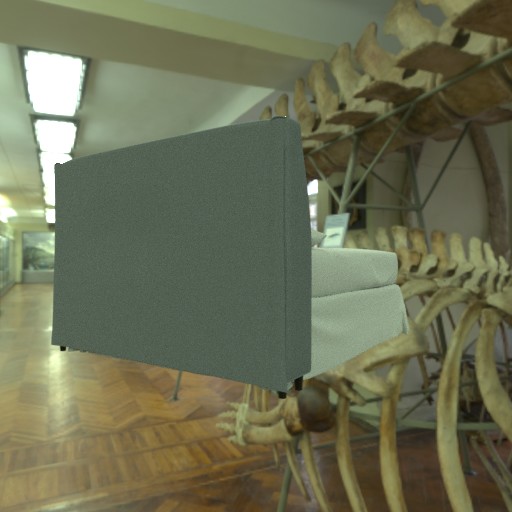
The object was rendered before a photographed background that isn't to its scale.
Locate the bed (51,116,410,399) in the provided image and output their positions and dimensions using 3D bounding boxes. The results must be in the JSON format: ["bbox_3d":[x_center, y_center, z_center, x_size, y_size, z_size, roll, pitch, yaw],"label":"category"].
[{"bbox_3d":[0.000,0.000,3.478,1.925,1.332,2.276,0,0,35],"label":"bed"}]
